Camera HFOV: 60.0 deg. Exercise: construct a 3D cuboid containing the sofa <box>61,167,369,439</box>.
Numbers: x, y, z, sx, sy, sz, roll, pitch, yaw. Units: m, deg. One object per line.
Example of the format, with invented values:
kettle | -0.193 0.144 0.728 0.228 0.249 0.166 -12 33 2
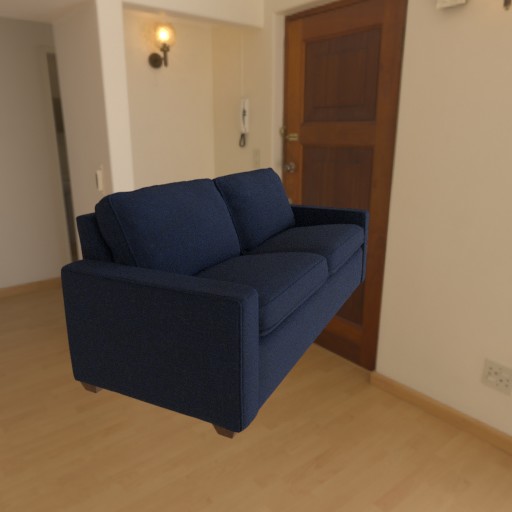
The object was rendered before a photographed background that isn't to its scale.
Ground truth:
sofa | 0.000 0.000 2.641 0.940 0.919 2.080 7 17 25
